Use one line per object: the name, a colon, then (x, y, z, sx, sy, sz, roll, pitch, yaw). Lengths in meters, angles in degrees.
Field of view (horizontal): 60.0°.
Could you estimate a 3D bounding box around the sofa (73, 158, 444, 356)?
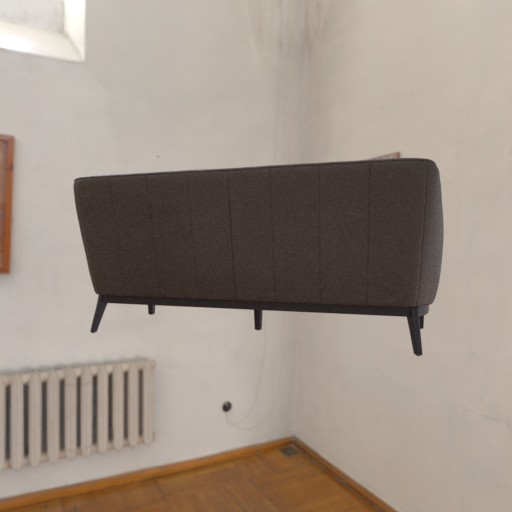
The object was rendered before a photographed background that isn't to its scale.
sofa: (0.000, 0.000, 2.422, 1.928, 0.831, 0.869, 0, 1, 18)
